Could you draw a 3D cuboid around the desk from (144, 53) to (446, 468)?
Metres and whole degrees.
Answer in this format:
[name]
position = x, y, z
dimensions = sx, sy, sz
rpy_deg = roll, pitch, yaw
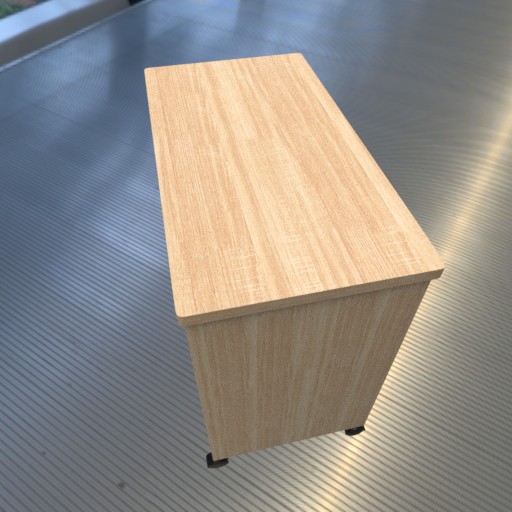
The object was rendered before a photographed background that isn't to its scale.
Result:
[desk]
position = 0.000, 0.000, 1.303
dimensions = 0.480, 0.770, 0.884
rpy_deg = -10, 48, -9
